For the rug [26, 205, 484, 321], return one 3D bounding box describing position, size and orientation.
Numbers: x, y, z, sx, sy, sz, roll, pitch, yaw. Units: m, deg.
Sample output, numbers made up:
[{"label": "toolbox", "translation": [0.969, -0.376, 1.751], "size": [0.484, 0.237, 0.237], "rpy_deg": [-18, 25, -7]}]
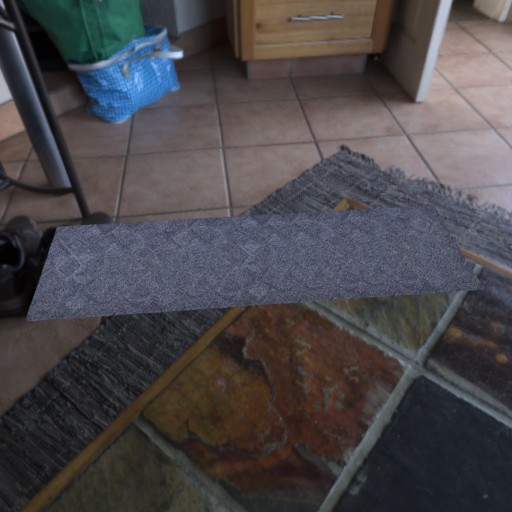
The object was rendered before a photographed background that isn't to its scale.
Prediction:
[{"label": "rug", "translation": [0.000, 0.000, 2.445], "size": [2.296, 0.011, 0.691], "rpy_deg": [-4, 45, -4]}]
